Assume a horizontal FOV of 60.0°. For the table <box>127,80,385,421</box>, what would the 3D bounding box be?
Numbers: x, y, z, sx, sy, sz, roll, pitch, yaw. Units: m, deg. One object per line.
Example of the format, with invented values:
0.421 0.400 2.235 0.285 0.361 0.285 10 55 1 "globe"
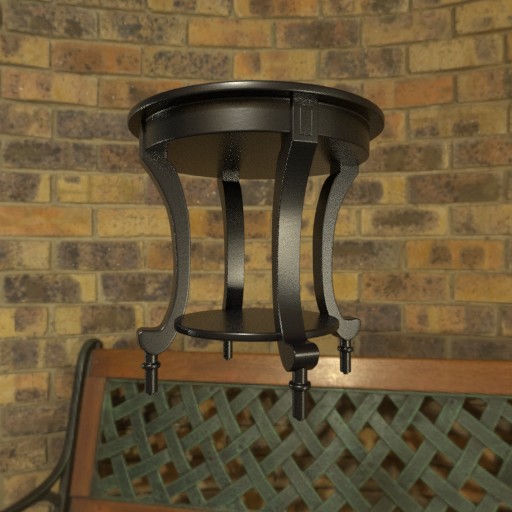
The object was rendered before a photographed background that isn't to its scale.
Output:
0.000 0.000 1.071 0.597 0.618 0.597 0 0 0 "table"
